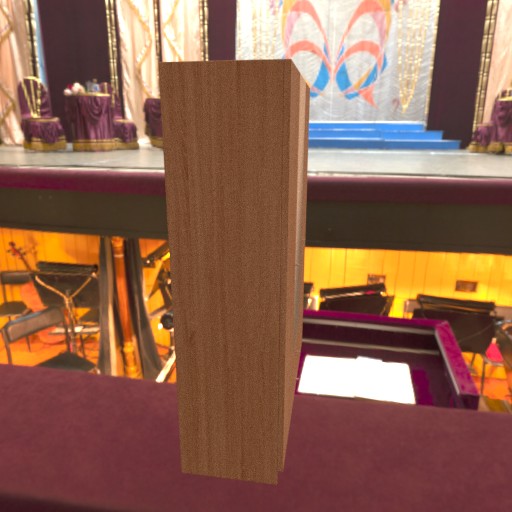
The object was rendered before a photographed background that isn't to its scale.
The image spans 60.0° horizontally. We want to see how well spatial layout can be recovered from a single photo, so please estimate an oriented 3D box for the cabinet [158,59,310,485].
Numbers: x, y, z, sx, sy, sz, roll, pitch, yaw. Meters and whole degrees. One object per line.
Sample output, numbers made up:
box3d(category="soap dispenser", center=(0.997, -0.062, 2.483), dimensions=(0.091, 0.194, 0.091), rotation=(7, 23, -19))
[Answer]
box3d(category="cabinet", center=(0.000, 0.000, 2.840), dimensions=(0.590, 2.120, 1.500), rotation=(3, 17, 9))
